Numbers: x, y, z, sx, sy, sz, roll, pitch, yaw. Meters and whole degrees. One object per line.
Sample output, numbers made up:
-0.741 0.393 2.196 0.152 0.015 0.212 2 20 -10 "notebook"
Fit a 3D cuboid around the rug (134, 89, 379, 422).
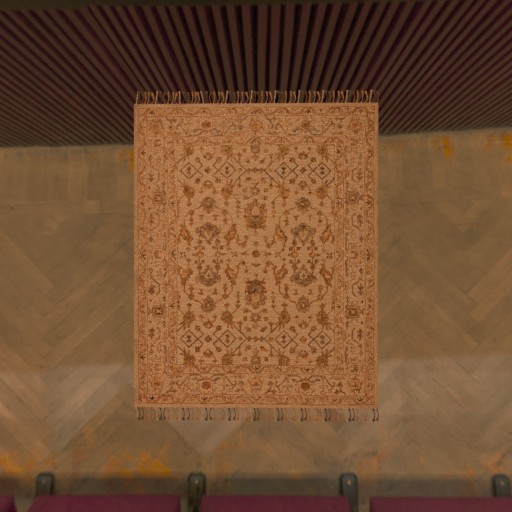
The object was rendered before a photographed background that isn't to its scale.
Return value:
0.000 0.000 2.313 1.278 0.009 1.726 0 90 1 "rug"
